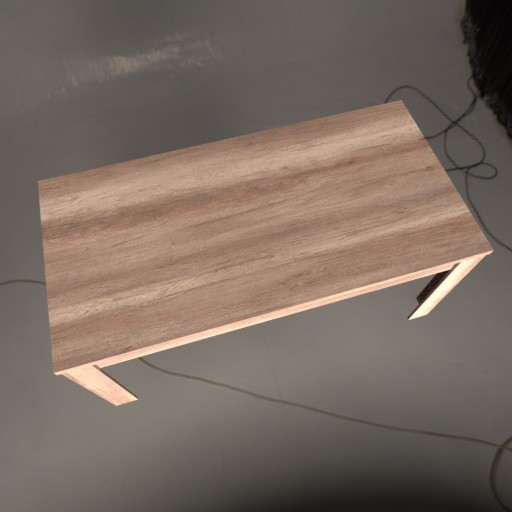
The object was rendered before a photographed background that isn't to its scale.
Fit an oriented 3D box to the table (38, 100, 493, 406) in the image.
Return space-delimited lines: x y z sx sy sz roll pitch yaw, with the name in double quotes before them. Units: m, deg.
"table" 0.000 0.000 2.279 1.800 0.790 0.900 -15 64 -7
